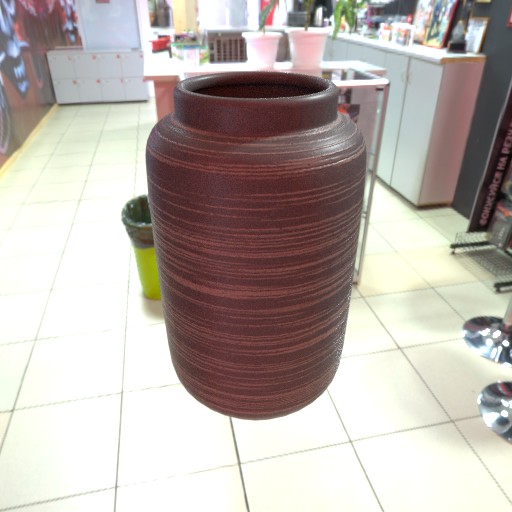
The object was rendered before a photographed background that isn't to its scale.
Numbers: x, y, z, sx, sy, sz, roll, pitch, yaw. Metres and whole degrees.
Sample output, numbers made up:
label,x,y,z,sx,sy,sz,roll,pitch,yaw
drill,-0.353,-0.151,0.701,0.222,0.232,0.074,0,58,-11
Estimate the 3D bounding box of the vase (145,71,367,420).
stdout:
label,x,y,z,sx,sy,sz,roll,pitch,yaw
vase,0.000,0.000,0.676,0.297,0.499,0.297,0,31,0
